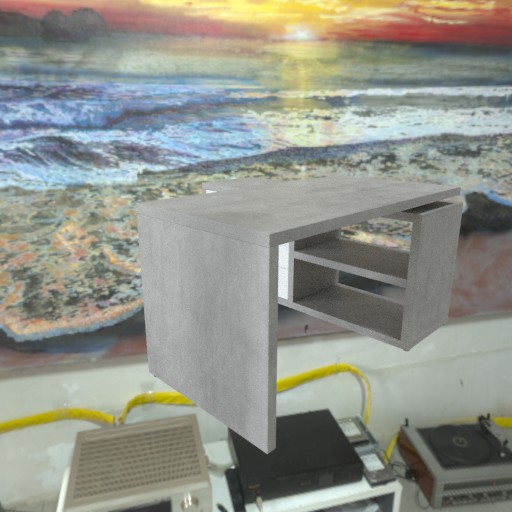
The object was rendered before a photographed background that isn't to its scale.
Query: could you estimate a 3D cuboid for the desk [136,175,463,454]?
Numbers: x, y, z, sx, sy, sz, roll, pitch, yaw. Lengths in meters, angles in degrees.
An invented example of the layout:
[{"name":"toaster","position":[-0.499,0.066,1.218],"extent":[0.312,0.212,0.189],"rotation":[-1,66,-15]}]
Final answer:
[{"name":"desk","position":[0.000,0.000,2.304],"extent":[1.500,0.740,1.400],"rotation":[16,23,43]}]
